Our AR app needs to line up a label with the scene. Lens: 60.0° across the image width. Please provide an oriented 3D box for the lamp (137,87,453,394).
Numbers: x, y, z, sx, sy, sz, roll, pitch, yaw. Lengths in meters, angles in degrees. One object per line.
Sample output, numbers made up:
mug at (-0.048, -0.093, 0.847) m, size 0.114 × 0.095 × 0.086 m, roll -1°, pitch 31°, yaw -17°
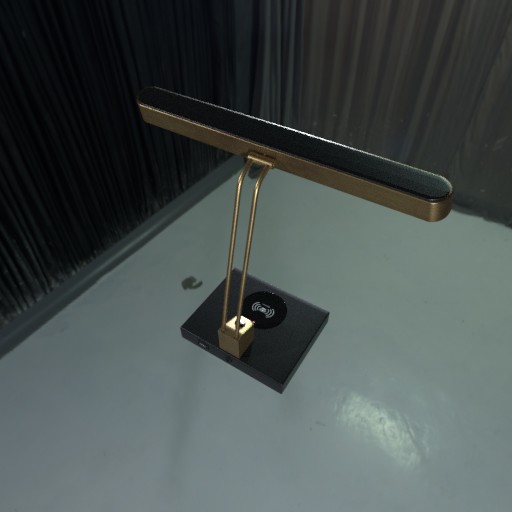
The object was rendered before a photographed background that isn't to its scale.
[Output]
lamp at (0.000, 0.000, 0.601) m, size 0.412 × 0.345 × 0.156 m, roll 24°, pitch 50°, yaw 22°
